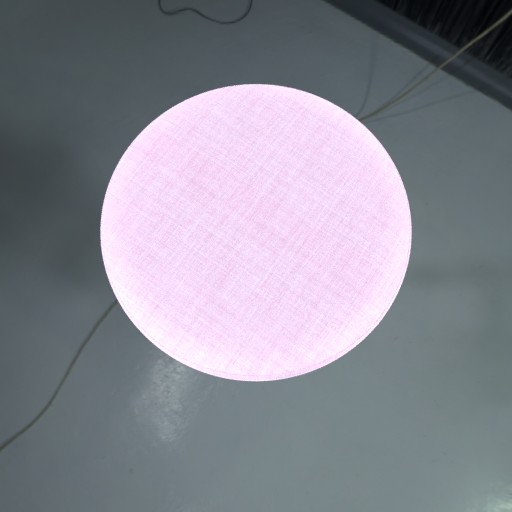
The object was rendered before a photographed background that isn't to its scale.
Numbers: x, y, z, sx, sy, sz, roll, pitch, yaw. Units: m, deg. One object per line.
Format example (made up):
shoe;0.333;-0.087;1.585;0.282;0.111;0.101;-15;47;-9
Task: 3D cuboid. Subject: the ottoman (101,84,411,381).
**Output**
ottoman;0.000;0.000;0.741;0.400;0.406;0.400;0;75;0
